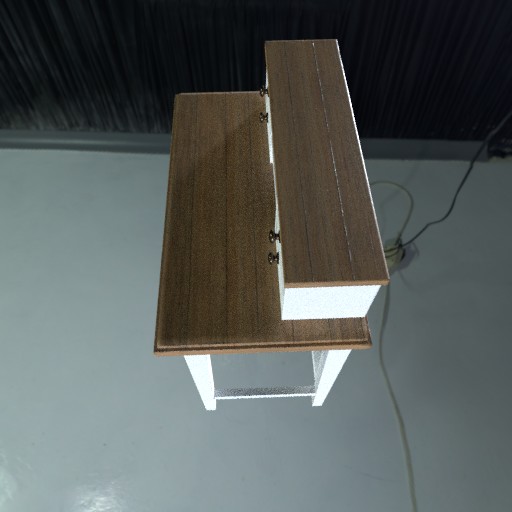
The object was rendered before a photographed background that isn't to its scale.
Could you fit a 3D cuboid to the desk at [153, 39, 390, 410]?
[{"bbox_3d":[0.000,0.000,1.391,0.462,0.981,0.814,-2,59,-1],"label":"desk"}]
